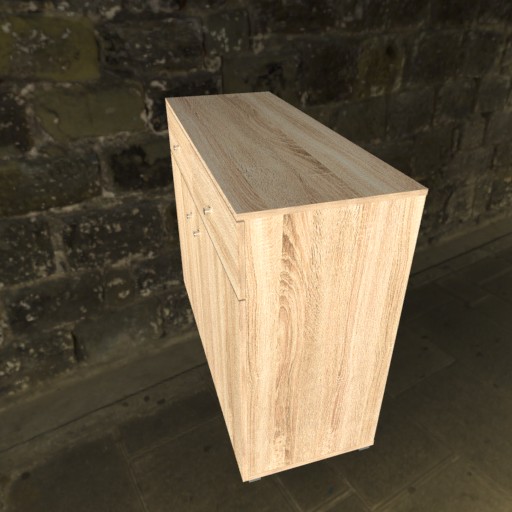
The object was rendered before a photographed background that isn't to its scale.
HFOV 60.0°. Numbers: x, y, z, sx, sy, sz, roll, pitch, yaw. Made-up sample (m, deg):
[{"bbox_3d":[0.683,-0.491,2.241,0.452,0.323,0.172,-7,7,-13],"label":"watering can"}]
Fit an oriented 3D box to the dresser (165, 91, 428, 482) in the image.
[{"bbox_3d":[0.000,0.000,1.592,0.450,0.900,1.100,-9,32,-14],"label":"dresser"}]
